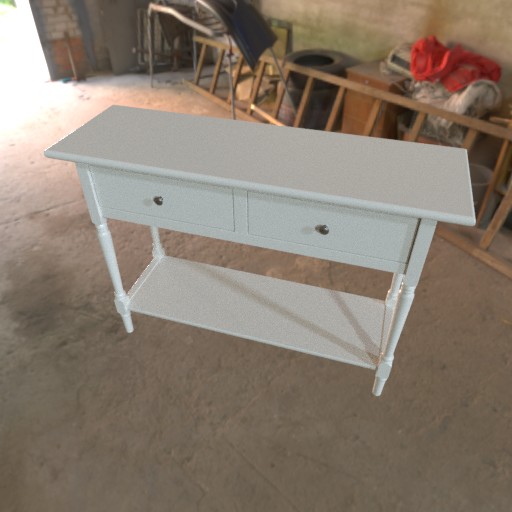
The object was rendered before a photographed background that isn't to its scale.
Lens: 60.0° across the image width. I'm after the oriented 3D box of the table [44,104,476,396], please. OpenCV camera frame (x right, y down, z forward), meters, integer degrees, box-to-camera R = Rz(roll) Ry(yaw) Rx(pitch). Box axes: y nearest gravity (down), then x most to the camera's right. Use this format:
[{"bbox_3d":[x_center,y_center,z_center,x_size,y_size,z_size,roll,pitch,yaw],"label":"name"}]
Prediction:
[{"bbox_3d":[0.000,0.000,1.563,1.191,0.814,0.386,11,41,13],"label":"table"}]
